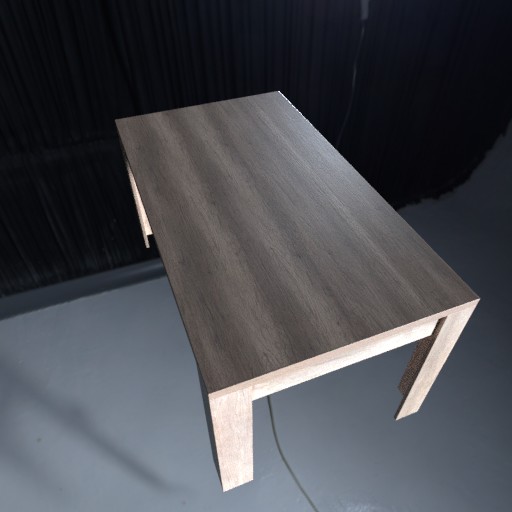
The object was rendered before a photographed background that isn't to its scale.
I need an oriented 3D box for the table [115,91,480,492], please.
[{"bbox_3d":[0.000,0.000,2.090,0.900,0.775,1.600,-15,47,-15],"label":"table"}]
